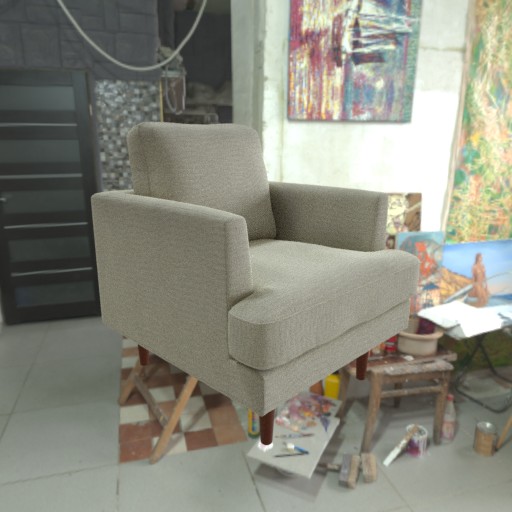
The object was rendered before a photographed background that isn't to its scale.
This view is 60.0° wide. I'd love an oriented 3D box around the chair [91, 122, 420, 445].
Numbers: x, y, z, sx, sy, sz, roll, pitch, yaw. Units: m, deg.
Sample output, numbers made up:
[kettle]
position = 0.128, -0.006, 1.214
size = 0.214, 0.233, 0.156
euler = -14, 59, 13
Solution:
[chair]
position = 0.000, 0.000, 1.630
size = 0.899, 0.957, 0.858
euler = 14, 20, 43
